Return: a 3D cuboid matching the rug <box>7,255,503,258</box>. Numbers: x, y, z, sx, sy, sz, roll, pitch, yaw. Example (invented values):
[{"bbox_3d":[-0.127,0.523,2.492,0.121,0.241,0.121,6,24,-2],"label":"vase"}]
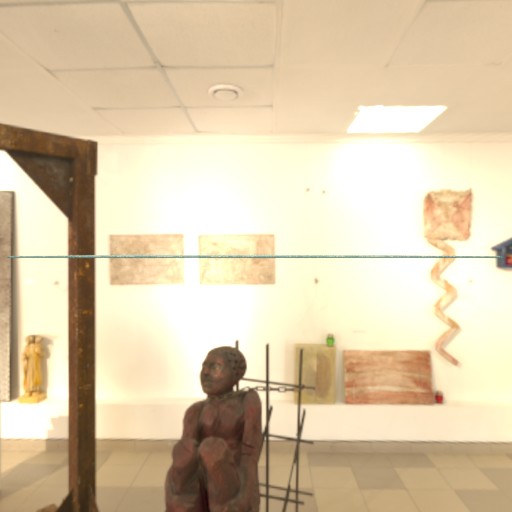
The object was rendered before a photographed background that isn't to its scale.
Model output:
[{"bbox_3d":[0.000,0.000,3.836,2.980,0.012,2.363,0,0,1],"label":"rug"}]
